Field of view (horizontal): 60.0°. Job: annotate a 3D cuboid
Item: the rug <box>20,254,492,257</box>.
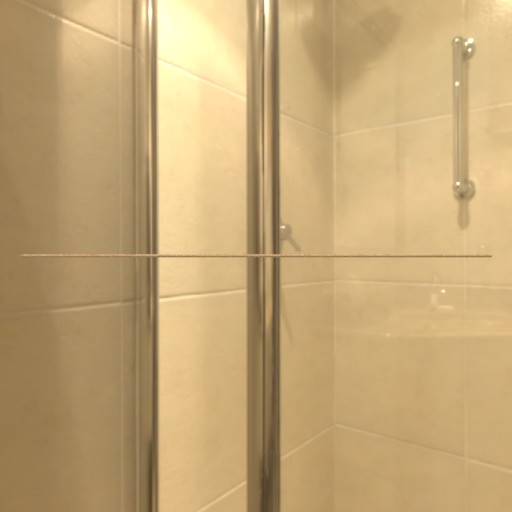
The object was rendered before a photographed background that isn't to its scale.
[{"bbox_3d":[0.000,0.000,3.477,2.746,0.018,1.819,0,0,1],"label":"rug"}]
